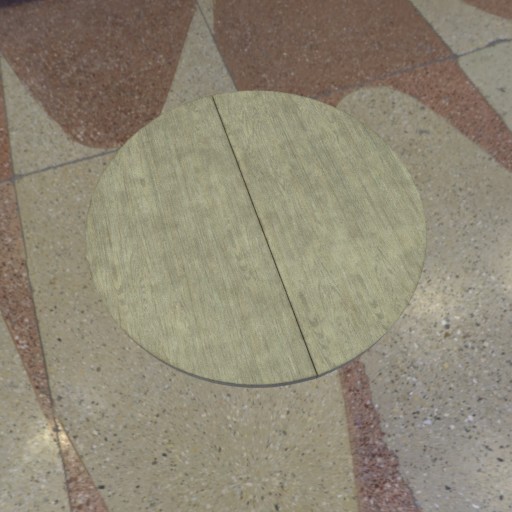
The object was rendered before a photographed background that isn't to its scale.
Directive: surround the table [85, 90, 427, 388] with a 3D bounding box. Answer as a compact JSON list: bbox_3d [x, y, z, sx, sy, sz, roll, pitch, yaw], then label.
[{"bbox_3d":[0.000,0.000,2.136,1.363,0.781,1.363,0,63,0],"label":"table"}]
